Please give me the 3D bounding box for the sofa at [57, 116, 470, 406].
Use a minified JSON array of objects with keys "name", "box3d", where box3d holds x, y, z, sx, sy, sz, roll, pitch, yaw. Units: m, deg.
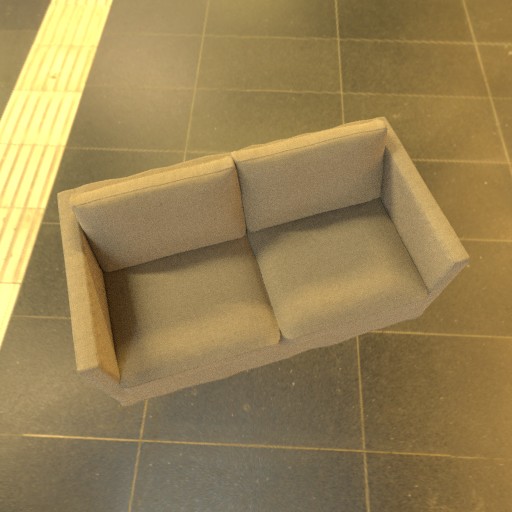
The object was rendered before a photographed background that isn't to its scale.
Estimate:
[{"name":"sofa","box3d":[0.000,0.000,2.297,1.766,0.828,0.956,-15,63,-8]}]
